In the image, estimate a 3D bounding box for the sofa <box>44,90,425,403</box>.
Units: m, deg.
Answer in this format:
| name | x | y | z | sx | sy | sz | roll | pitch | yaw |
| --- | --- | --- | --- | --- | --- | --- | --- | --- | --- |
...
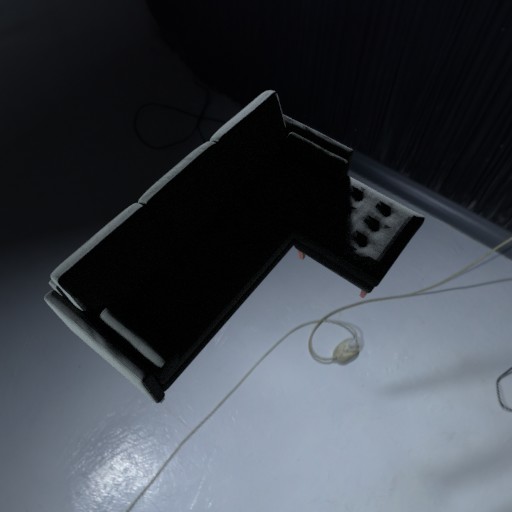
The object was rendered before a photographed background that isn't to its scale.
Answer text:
| name | x | y | z | sx | sy | sz | roll | pitch | yaw |
| --- | --- | --- | --- | --- | --- | --- | --- | --- | --- |
| sofa | 0.000 | 0.000 | 2.957 | 1.506 | 0.876 | 2.178 | 33 | 64 | 19 |
